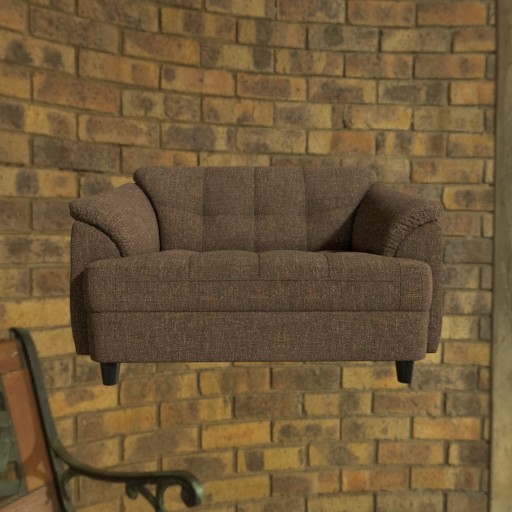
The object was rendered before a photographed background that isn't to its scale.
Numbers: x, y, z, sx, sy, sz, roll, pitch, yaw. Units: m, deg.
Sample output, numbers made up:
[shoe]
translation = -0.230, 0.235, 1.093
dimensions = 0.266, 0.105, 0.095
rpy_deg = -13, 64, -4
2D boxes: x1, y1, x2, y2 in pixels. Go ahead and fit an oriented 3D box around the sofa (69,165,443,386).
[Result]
[sofa]
translation = 0.000, 0.000, 1.914
dimensions = 1.404, 0.895, 0.799
rpy_deg = 0, 1, -1
